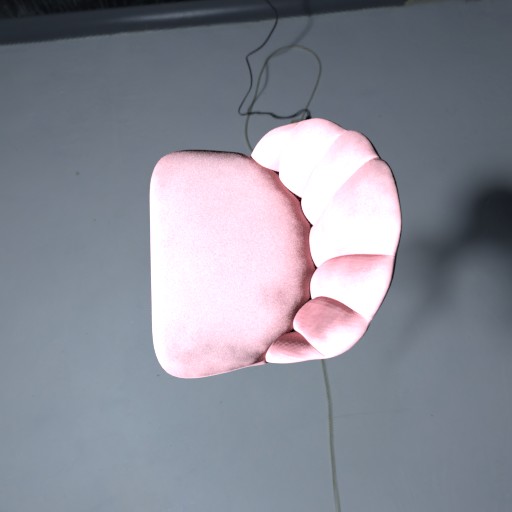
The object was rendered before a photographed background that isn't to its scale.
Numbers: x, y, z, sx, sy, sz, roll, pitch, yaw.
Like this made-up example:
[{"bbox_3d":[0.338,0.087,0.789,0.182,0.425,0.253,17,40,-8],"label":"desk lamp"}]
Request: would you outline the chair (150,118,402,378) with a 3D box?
[{"bbox_3d":[0.000,0.000,1.291,0.599,0.819,0.657,-4,76,-1],"label":"chair"}]
